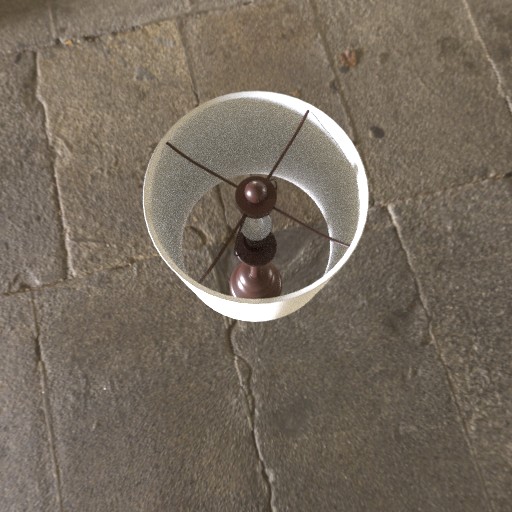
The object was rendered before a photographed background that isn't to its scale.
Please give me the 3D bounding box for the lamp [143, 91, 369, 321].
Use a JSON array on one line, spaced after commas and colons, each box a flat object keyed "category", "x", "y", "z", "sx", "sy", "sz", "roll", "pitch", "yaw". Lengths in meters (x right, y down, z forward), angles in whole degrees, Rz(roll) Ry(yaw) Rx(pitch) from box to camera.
[{"category": "lamp", "x": 0.000, "y": 0.000, "z": 0.821, "sx": 0.254, "sy": 0.690, "sz": 0.254, "roll": 30, "pitch": 79, "yaw": 6}]
